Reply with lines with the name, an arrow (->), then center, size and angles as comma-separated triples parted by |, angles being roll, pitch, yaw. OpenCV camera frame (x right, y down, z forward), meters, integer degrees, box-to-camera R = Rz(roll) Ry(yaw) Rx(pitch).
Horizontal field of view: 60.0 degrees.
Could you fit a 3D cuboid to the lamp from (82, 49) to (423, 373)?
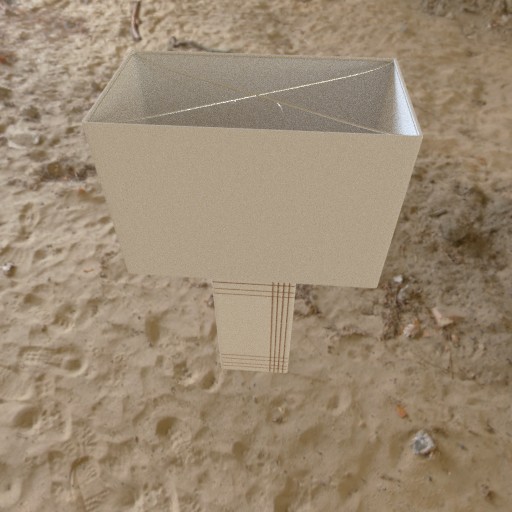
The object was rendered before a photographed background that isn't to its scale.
lamp -> 0.000, 0.000, 0.687 | 0.334, 0.543, 0.182 | 3, 46, 3
